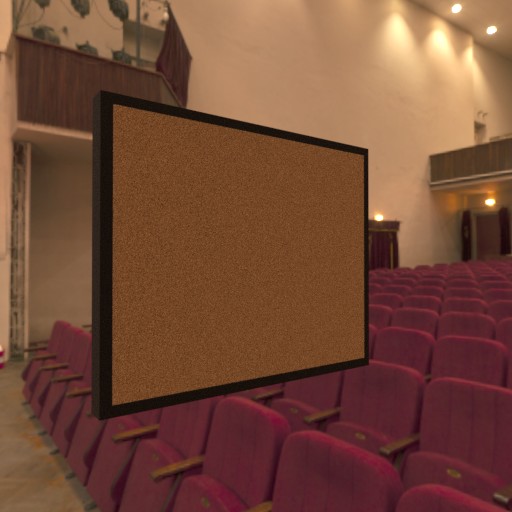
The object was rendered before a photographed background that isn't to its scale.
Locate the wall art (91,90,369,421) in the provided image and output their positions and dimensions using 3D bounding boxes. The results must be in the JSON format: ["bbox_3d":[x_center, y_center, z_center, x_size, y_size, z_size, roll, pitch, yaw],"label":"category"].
[{"bbox_3d":[0.000,0.000,0.562,0.397,0.325,0.028,0,-1,-36],"label":"wall art"}]
